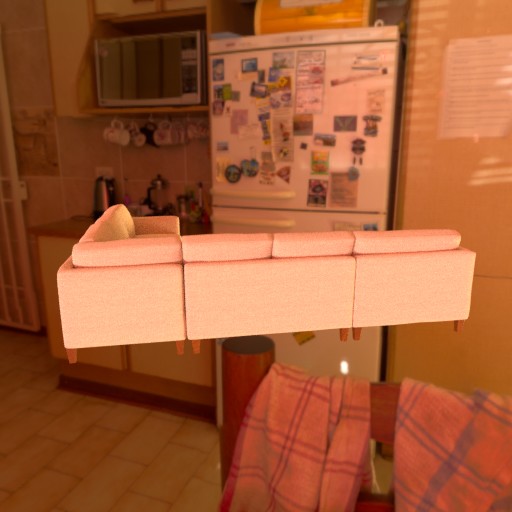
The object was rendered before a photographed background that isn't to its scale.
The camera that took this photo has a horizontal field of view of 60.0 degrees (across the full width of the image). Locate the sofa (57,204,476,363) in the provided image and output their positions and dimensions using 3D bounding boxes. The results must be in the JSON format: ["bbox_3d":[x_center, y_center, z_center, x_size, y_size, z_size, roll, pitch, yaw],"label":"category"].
[{"bbox_3d":[0.000,0.000,4.796,3.460,0.961,2.594,-3,14,-10],"label":"sofa"}]
